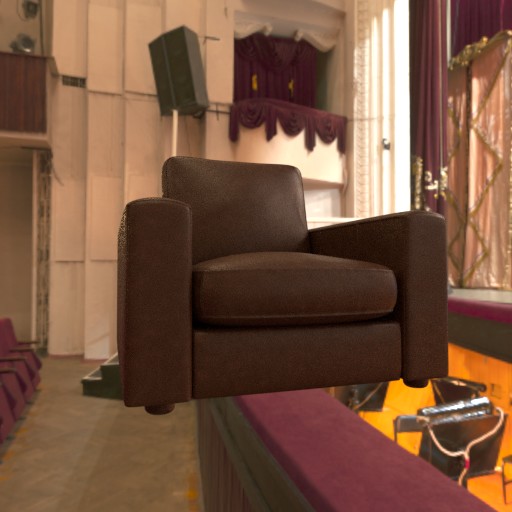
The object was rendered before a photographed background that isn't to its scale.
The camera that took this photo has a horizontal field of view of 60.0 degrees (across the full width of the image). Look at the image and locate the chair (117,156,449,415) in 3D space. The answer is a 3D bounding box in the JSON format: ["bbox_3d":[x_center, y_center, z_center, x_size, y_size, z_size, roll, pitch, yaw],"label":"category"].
[{"bbox_3d":[0.000,0.000,1.710,1.005,0.873,1.016,1,-2,-18],"label":"chair"}]
